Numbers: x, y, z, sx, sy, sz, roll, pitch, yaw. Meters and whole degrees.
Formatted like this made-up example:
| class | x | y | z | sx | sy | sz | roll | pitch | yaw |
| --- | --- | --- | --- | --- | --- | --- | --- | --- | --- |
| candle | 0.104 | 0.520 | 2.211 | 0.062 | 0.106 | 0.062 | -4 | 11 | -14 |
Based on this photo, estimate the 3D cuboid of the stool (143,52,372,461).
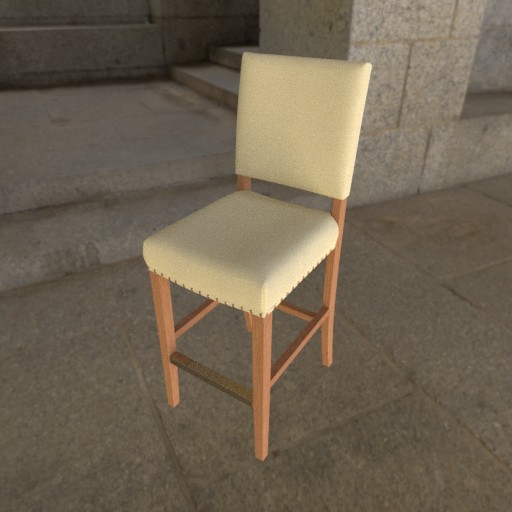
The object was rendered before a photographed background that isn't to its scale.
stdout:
| class | x | y | z | sx | sy | sz | roll | pitch | yaw |
| --- | --- | --- | --- | --- | --- | --- | --- | --- | --- |
| stool | 0.000 | 0.000 | 1.473 | 0.445 | 1.168 | 0.584 | 19 | 36 | 29 |
